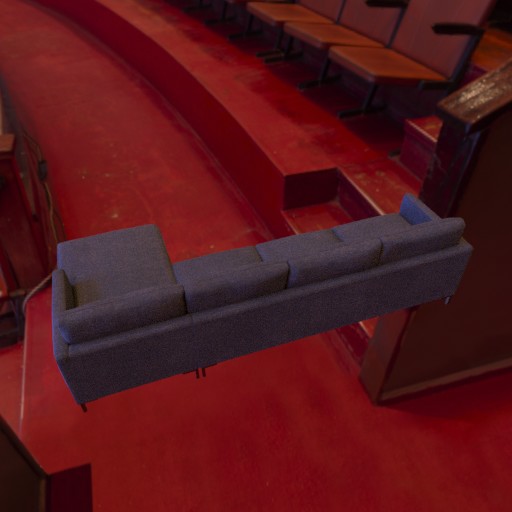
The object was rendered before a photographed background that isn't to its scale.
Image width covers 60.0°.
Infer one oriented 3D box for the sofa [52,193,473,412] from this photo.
[{"bbox_3d":[0.000,0.000,3.438,2.932,0.810,1.350,-13,43,-15],"label":"sofa"}]
